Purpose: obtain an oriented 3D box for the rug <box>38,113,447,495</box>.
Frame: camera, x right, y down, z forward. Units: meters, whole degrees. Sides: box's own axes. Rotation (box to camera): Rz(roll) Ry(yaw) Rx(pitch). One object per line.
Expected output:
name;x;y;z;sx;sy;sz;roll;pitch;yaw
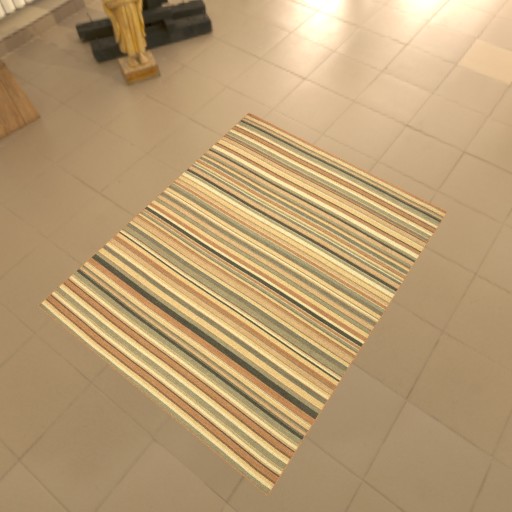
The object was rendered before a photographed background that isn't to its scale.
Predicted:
rug;0.000;0.000;4.082;2.436;0.011;3.045;32;63;18
